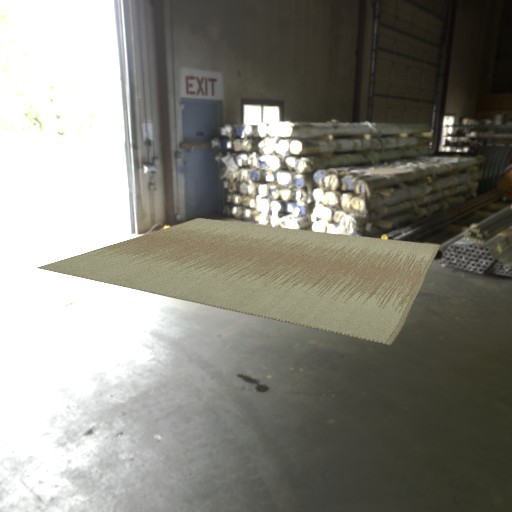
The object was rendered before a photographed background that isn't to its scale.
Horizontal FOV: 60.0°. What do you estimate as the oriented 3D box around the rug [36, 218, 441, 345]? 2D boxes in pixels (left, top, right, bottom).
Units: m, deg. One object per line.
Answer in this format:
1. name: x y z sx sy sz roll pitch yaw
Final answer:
1. rug: 0.000 0.000 4.210 3.048 0.013 2.438 8 18 27
